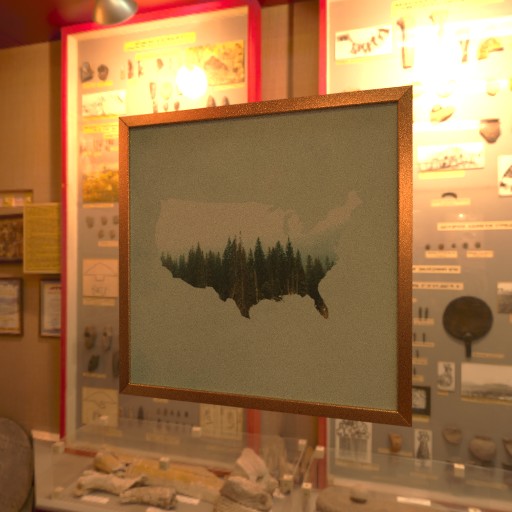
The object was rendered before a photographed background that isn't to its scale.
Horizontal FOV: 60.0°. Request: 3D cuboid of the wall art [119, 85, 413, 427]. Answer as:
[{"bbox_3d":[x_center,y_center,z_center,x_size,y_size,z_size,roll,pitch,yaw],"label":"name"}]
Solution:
[{"bbox_3d":[0.000,0.000,0.458,0.304,0.304,0.038,0,0,18],"label":"wall art"}]
